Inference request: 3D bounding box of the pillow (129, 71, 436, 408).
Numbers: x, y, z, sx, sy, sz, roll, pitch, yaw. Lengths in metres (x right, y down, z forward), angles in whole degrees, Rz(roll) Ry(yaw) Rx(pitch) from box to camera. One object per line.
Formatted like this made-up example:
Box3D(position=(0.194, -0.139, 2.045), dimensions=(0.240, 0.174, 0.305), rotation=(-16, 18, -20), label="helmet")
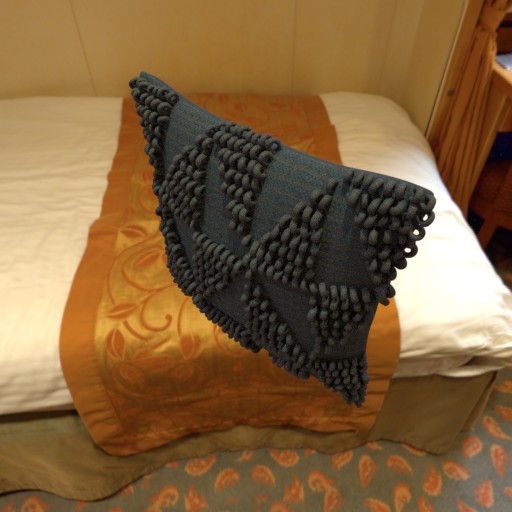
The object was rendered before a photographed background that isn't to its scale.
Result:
Box3D(position=(0.000, 0.000, 0.702), dimensions=(0.469, 0.466, 0.172), rotation=(30, 53, 26), label="pillow")
